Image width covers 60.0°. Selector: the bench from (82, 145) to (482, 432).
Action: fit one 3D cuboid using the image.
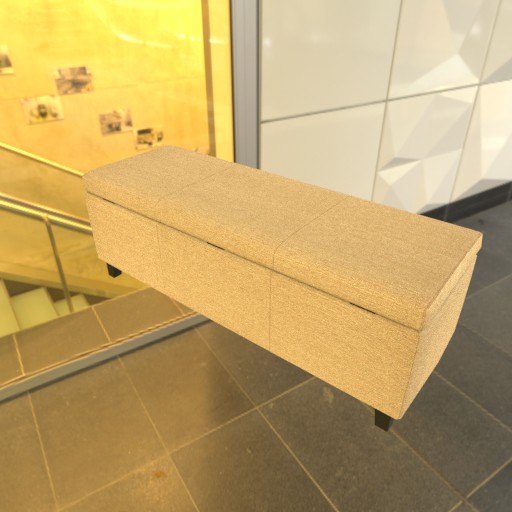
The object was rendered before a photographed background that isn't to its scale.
[{"bbox_3d":[0.000,0.000,1.494,1.269,0.438,0.446,22,38,31],"label":"bench"}]
